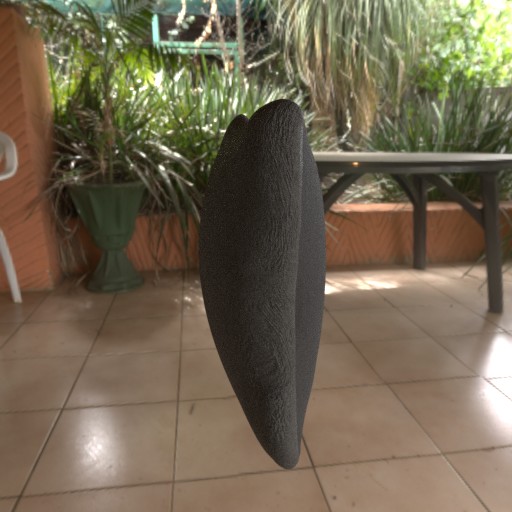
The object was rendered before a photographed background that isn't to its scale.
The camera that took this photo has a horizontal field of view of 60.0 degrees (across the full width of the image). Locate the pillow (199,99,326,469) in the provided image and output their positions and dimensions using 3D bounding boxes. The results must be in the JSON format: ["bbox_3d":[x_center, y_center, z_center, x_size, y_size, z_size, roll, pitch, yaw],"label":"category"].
[{"bbox_3d":[0.000,0.000,0.818,0.210,0.523,0.533,-2,15,-9],"label":"pillow"}]
